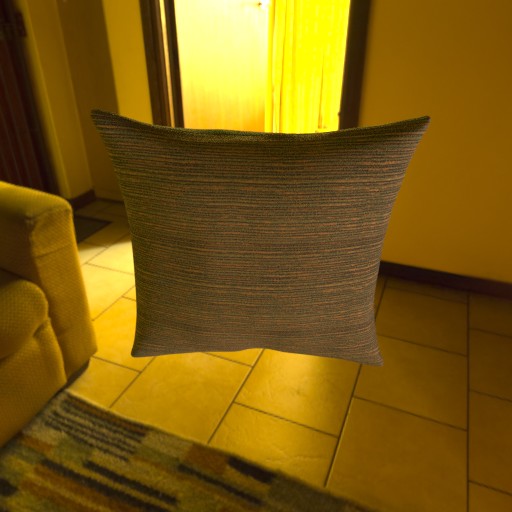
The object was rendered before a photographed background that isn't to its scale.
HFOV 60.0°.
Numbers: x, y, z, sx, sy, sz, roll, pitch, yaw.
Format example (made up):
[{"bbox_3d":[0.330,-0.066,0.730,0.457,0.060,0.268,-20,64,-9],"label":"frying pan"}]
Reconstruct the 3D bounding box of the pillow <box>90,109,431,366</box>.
[{"bbox_3d":[0.000,0.000,0.783,0.514,0.497,0.150,1,30,2],"label":"pillow"}]
